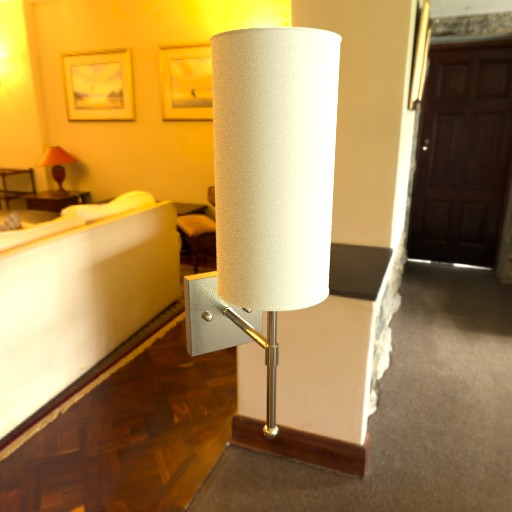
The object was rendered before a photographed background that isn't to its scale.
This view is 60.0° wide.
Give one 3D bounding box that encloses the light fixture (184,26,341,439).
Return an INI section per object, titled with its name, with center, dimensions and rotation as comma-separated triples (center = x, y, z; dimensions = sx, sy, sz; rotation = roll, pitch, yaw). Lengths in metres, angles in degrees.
[light fixture]
center = 0.000, 0.000, 0.534
dimensions = 0.128, 0.462, 0.208
rotation = -9, 18, -27
